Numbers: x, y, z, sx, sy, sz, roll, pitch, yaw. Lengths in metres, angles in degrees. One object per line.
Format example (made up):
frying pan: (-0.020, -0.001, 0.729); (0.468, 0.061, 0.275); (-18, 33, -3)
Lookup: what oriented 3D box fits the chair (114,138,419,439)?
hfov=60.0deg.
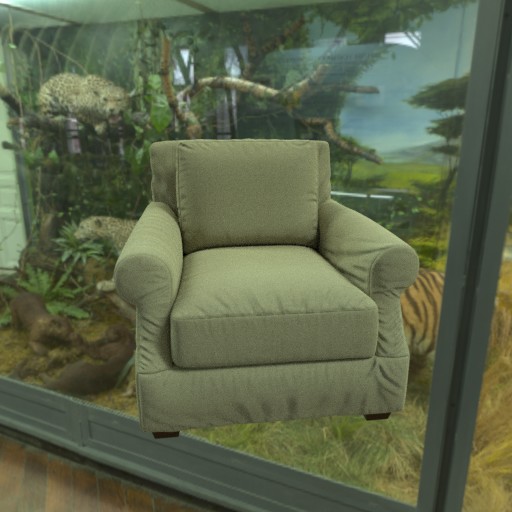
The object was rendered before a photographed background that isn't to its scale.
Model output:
chair: (0.000, 0.000, 1.709); (0.940, 0.866, 1.066); (-2, 16, -7)
